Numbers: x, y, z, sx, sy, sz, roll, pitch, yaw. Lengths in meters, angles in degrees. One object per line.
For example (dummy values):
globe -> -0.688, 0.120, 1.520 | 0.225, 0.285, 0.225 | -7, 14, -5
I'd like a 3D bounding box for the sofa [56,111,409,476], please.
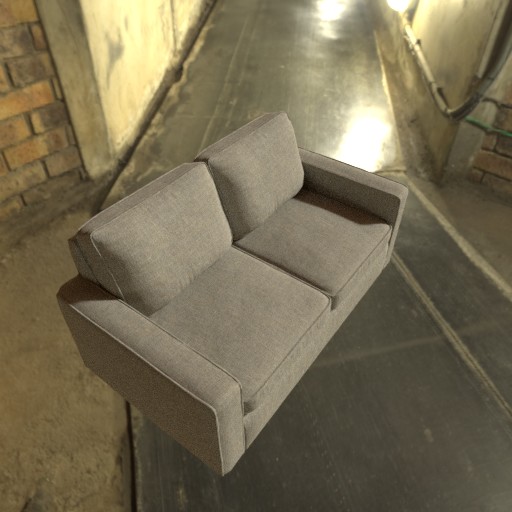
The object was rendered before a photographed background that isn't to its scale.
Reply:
sofa -> 0.000, 0.000, 2.279 | 0.945, 0.915, 1.706 | 27, 49, 26
